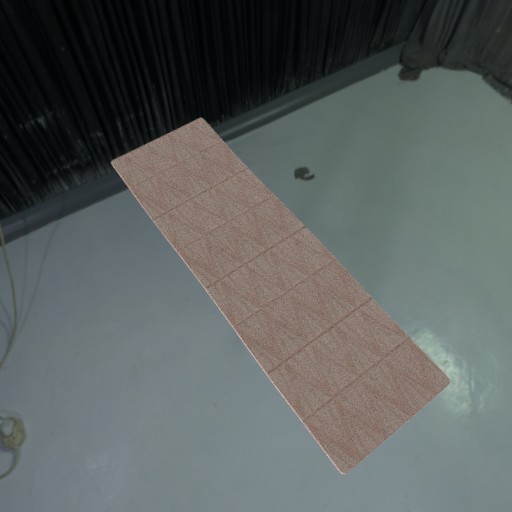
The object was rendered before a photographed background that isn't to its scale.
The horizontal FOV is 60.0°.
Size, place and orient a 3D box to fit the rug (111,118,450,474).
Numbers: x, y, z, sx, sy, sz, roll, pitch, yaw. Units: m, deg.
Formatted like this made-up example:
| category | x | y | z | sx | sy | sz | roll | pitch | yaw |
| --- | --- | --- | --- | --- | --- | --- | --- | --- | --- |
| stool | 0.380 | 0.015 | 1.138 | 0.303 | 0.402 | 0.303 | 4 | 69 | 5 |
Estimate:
| category | x | y | z | sx | sy | sz | roll | pitch | yaw |
| --- | --- | --- | --- | --- | --- | --- | --- | --- | --- |
| rug | 0.000 | 0.000 | 2.697 | 0.760 | 0.015 | 2.435 | -32 | 64 | -17 |
